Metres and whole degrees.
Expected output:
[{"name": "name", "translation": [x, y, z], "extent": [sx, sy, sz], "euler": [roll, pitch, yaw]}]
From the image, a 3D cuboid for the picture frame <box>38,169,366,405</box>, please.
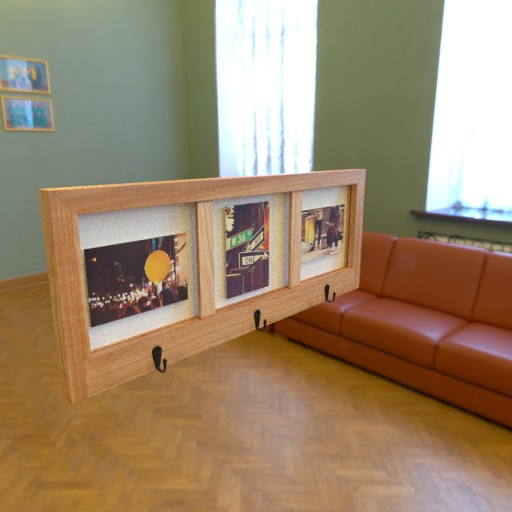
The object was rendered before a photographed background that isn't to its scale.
[{"name": "picture frame", "translation": [0.000, 0.000, 0.662], "extent": [0.045, 0.234, 0.582], "euler": [13, 19, 43]}]
